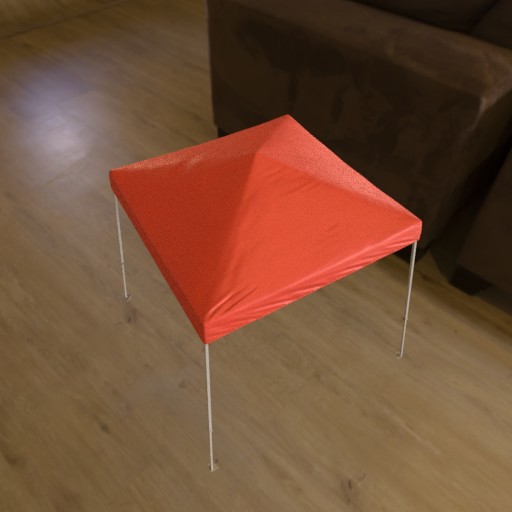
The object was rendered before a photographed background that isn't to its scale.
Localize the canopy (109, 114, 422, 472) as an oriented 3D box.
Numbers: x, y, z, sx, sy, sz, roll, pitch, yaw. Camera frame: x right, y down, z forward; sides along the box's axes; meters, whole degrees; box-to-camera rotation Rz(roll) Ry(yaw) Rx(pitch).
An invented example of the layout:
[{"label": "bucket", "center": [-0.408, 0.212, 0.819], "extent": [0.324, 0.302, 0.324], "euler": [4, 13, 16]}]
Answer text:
[{"label": "canopy", "center": [0.000, 0.000, 5.211], "extent": [2.850, 2.850, 2.849], "euler": [-23, 51, -20]}]
